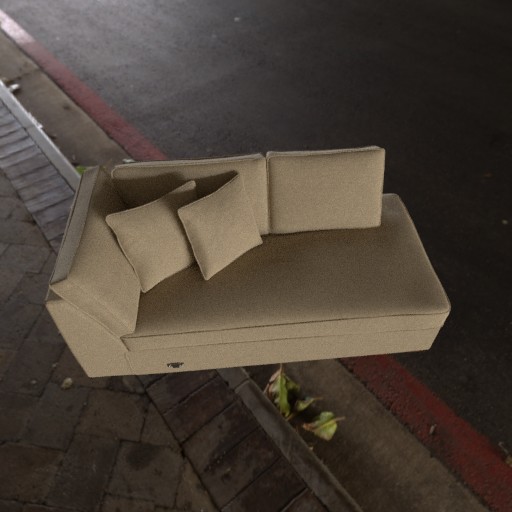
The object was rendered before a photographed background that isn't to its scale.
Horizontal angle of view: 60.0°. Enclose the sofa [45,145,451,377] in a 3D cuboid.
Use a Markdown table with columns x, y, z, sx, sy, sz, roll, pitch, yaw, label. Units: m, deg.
| x | y | z | sx | sy | sz | roll | pitch | yaw | label |
| --- | --- | --- | --- | --- | --- | --- | --- | --- | --- |
| 0.000 | 0.000 | 2.848 | 2.237 | 1.033 | 1.110 | -4 | 47 | -4 | sofa |
